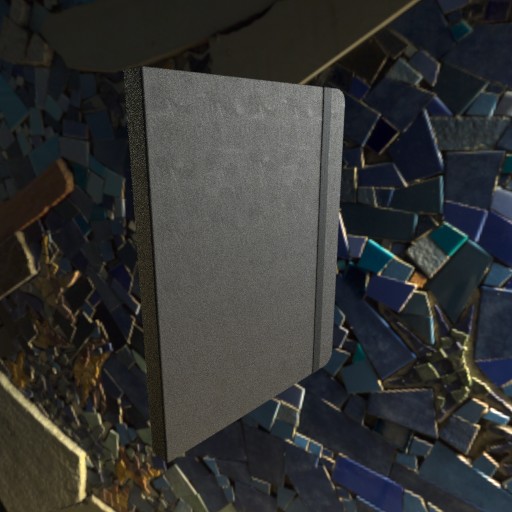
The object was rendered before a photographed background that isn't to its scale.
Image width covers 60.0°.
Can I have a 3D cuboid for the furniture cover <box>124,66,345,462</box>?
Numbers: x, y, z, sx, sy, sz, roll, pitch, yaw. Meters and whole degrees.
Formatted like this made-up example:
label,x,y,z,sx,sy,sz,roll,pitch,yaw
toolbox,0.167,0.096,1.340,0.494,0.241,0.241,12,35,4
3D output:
label,x,y,z,sx,sy,sz,roll,pitch,yaw
furniture cover,0.000,0.000,0.380,0.023,0.281,0.216,15,21,42
